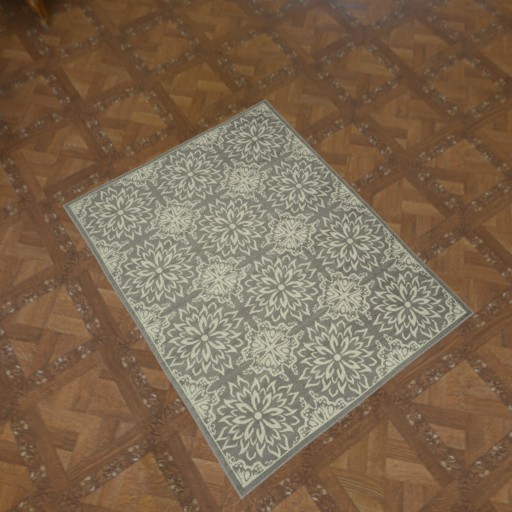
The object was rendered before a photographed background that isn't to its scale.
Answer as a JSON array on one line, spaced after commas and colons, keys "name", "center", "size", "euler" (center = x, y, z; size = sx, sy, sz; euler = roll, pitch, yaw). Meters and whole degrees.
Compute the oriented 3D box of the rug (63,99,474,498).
[{"name": "rug", "center": [0.000, 0.000, 3.945], "size": [2.363, 0.012, 2.980], "euler": [-32, 68, -15]}]
